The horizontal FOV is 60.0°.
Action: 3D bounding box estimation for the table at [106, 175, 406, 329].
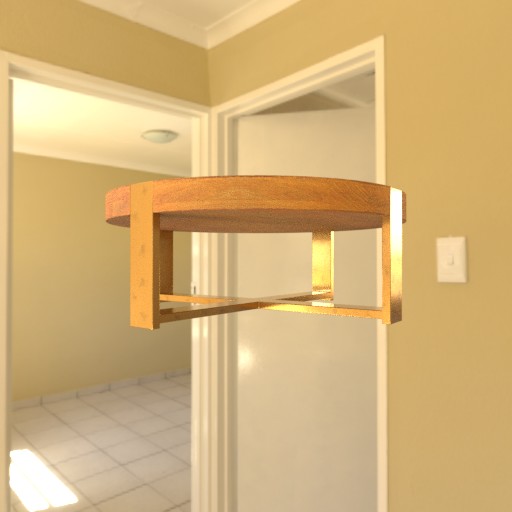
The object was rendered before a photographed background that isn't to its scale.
[{"bbox_3d":[0.000,0.000,1.717,1.100,0.420,1.100,0,0,0],"label":"table"}]
